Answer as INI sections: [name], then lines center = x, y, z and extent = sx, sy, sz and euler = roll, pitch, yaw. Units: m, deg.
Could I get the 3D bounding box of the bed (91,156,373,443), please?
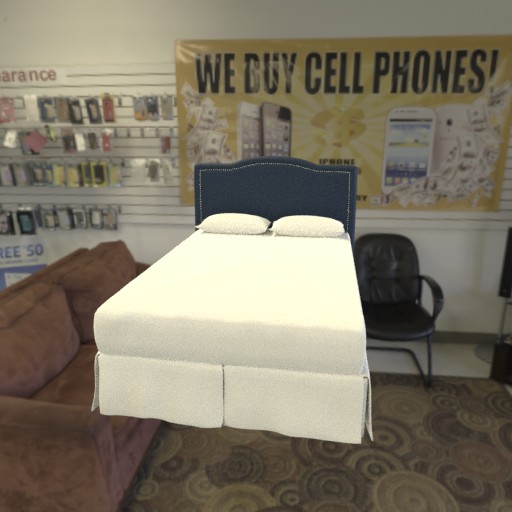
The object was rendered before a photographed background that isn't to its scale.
[bed]
center = 0.000, 0.000, 3.590
extent = 1.741, 1.441, 2.507
euler = 3, 16, 9
